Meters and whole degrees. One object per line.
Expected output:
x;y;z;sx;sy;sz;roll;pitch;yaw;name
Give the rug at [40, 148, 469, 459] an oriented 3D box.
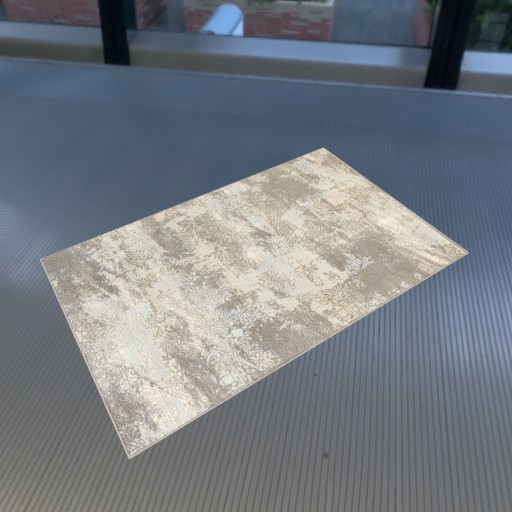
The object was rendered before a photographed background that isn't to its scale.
0.000;0.000;2.969;2.431;0.012;1.536;-26;51;-22;rug
